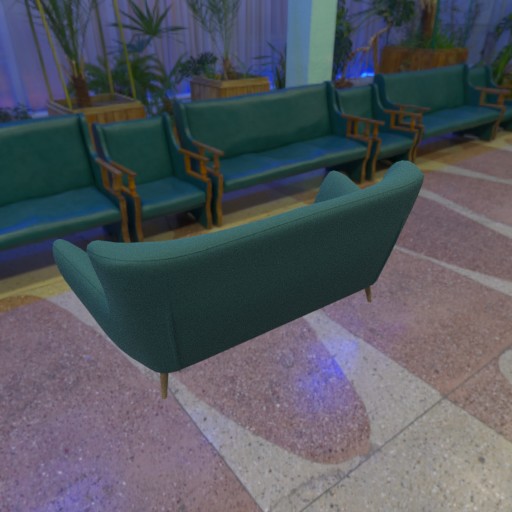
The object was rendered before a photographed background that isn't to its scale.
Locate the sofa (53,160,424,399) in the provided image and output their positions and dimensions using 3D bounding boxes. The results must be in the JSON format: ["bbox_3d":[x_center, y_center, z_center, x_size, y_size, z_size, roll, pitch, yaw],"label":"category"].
[{"bbox_3d":[0.000,0.000,2.465,1.930,0.890,0.889,-19,35,-29],"label":"sofa"}]
